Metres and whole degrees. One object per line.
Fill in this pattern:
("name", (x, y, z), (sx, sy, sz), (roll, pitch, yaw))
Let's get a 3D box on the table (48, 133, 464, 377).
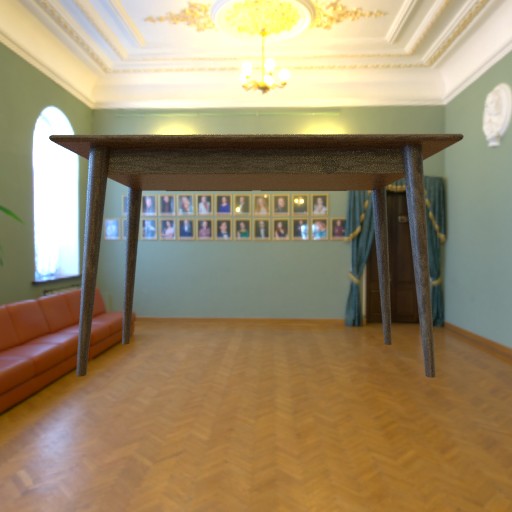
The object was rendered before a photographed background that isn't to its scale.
("table", (0.000, 0.000, 1.695), (1.300, 0.780, 0.599), (0, 1, 1))
